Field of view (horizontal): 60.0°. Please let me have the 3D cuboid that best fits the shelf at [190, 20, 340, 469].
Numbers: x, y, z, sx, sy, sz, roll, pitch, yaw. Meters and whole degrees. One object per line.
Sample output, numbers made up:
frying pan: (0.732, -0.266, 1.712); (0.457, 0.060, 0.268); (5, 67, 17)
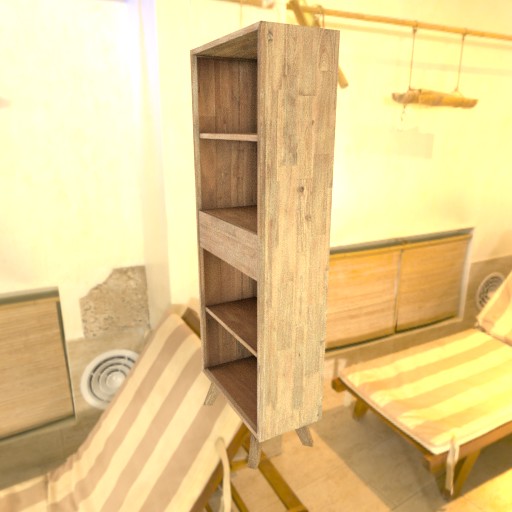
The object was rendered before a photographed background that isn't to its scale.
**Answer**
shelf: (0.000, 0.000, 1.518); (0.267, 1.342, 0.491); (-9, 18, -27)
